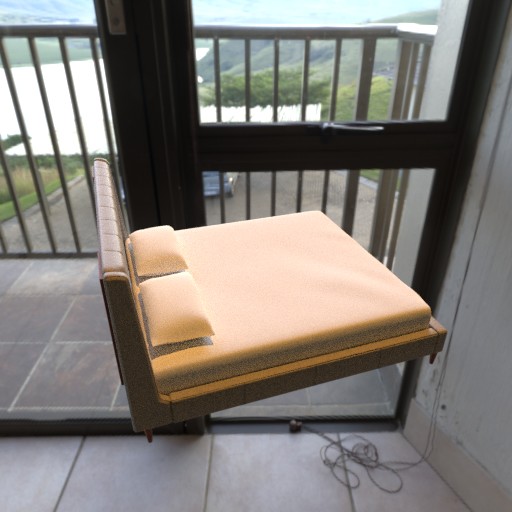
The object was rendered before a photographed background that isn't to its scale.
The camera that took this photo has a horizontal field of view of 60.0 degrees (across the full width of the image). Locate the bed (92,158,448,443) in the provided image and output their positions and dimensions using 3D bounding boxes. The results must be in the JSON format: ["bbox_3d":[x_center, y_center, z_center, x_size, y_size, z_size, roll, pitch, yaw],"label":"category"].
[{"bbox_3d":[0.000,0.000,3.668,2.342,1.289,2.062,-10,31,-16],"label":"bed"}]
